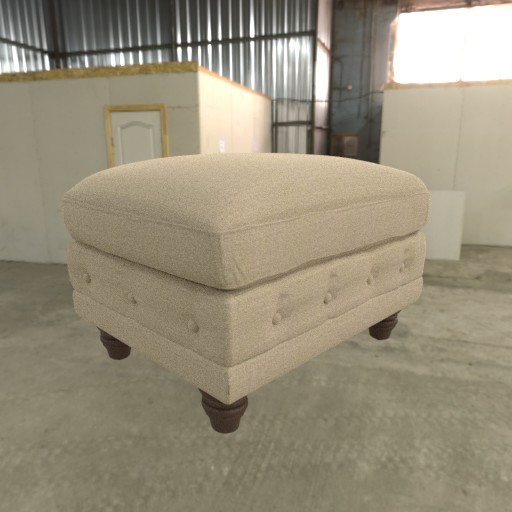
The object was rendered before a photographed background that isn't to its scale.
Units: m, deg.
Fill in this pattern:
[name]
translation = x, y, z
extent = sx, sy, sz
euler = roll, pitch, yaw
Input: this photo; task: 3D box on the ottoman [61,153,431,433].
[ottoman]
translation = 0.000, 0.000, 1.027
extent = 0.684, 0.463, 0.541
euler = -14, 20, -43
